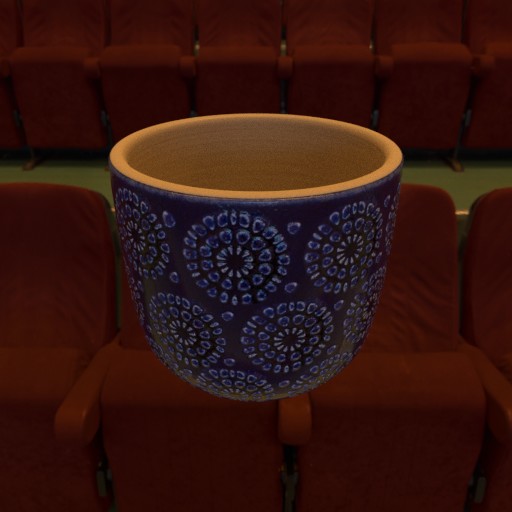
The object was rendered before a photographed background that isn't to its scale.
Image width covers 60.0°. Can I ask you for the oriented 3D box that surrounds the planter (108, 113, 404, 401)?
[{"bbox_3d":[0.000,0.000,0.291,0.165,0.149,0.165,0,30,0],"label":"planter"}]
